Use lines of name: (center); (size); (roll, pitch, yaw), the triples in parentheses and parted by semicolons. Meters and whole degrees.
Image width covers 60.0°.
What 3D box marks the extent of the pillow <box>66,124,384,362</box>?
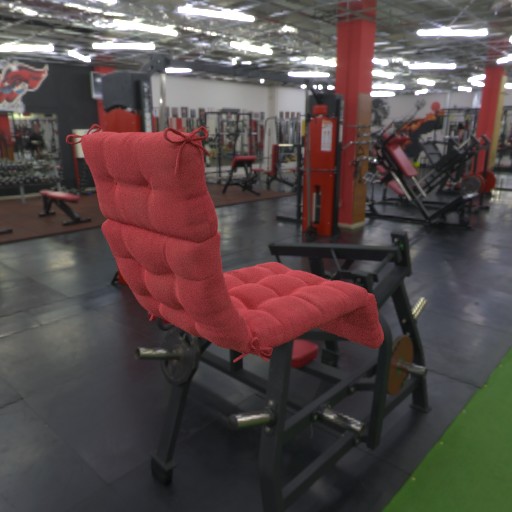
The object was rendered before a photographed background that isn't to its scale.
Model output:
pillow: (0.000, 0.000, 1.520); (1.016, 0.863, 0.526); (-15, 21, -43)
